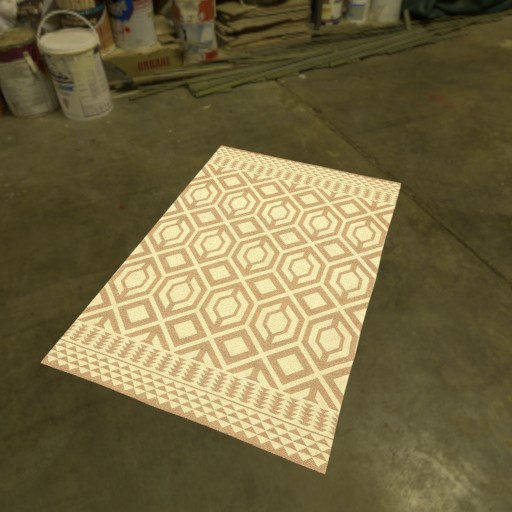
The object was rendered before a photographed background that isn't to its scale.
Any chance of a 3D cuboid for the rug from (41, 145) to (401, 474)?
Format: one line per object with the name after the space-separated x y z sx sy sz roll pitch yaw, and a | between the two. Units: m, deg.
0.000 0.000 2.295 1.219 0.008 1.829 15 47 15 | rug
